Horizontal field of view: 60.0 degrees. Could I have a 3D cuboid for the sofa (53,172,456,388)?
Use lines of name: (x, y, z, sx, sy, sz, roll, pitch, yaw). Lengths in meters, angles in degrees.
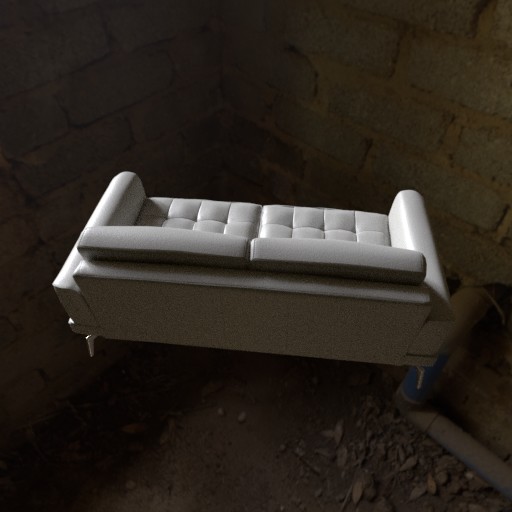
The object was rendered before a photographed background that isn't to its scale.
sofa: (0.000, 0.000, 2.776, 2.177, 0.930, 1.121, 4, 46, 4)
